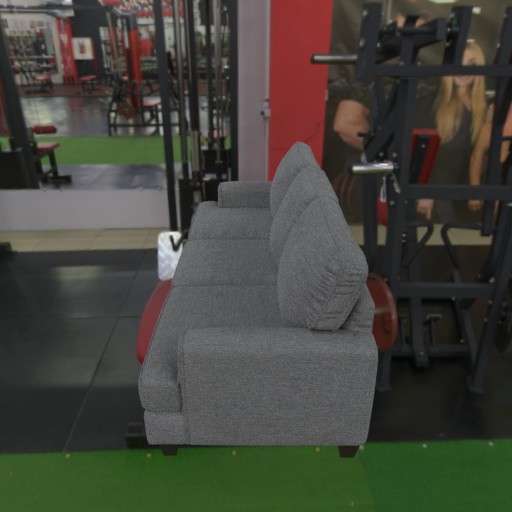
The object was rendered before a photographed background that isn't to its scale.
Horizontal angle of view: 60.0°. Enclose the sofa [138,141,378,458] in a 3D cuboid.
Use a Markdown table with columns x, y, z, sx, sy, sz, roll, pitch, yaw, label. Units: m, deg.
| x | y | z | sx | sy | sz | roll | pitch | yaw | label |
| --- | --- | --- | --- | --- | --- | --- | --- | --- | --- |
| 0.000 | 0.000 | 2.646 | 0.951 | 0.965 | 2.158 | 0 | 26 | 0 | sofa |
